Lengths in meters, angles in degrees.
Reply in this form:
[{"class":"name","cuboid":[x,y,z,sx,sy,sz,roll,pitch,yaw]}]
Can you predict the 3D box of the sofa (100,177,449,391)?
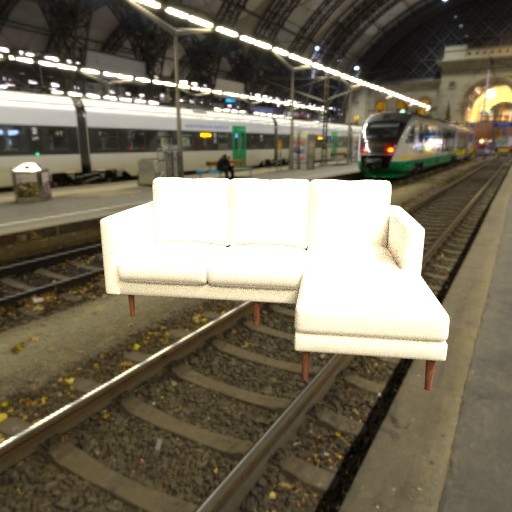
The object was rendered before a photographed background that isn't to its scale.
[{"class":"sofa","cuboid":[0.000,0.000,2.877,2.029,0.899,1.580,2,14,9]}]
